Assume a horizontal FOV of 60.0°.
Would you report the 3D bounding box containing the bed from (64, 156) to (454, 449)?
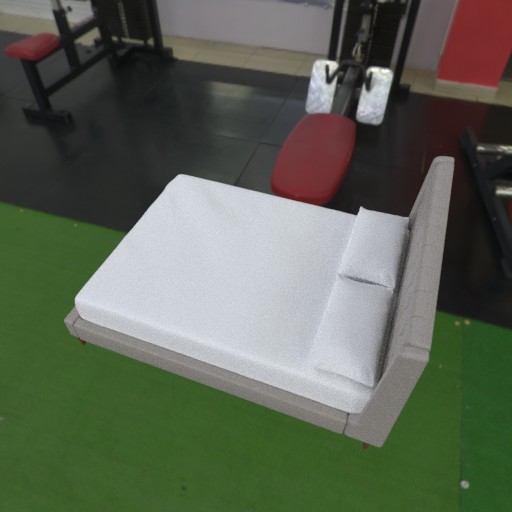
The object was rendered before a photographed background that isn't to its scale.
[{"bbox_3d":[0.000,0.000,3.120,2.232,1.147,1.656,15,48,14],"label":"bed"}]
